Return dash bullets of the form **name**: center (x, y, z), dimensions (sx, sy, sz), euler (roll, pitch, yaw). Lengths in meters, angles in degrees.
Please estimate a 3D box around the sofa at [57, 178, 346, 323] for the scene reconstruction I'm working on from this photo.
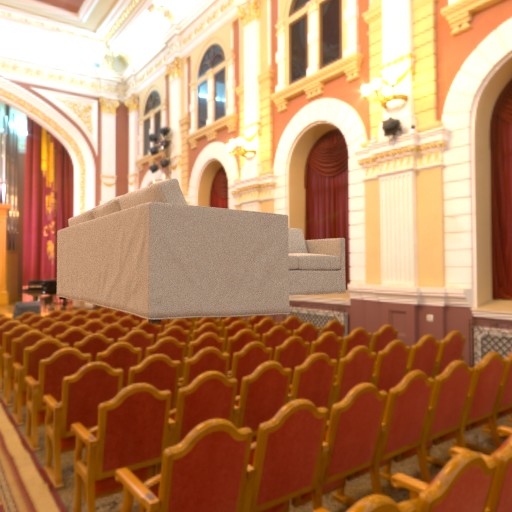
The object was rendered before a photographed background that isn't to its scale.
- **sofa**: center (0.000, 0.000, 4.357), dimensions (3.182, 0.871, 2.432), euler (1, -2, -36)
